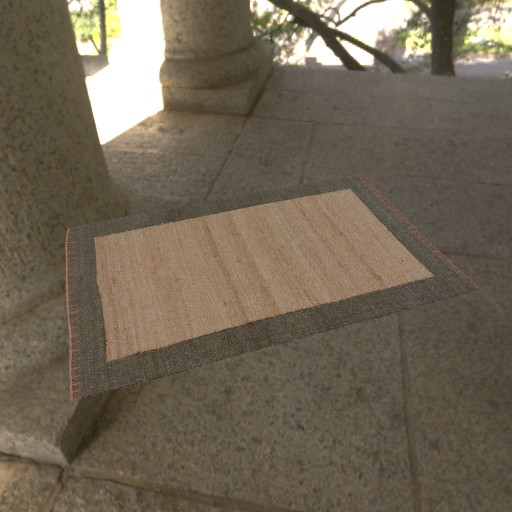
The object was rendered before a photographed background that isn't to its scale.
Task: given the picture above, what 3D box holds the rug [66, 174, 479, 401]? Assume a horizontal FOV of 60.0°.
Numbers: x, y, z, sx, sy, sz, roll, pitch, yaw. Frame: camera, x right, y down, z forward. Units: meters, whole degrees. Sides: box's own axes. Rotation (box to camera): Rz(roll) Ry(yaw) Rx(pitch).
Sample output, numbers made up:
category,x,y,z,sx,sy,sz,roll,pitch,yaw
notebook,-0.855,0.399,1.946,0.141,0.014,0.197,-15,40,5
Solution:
category,x,y,z,sx,sy,sz,roll,pitch,yaw
rug,0.000,0.000,2.990,2.435,0.006,1.521,-12,42,-14
